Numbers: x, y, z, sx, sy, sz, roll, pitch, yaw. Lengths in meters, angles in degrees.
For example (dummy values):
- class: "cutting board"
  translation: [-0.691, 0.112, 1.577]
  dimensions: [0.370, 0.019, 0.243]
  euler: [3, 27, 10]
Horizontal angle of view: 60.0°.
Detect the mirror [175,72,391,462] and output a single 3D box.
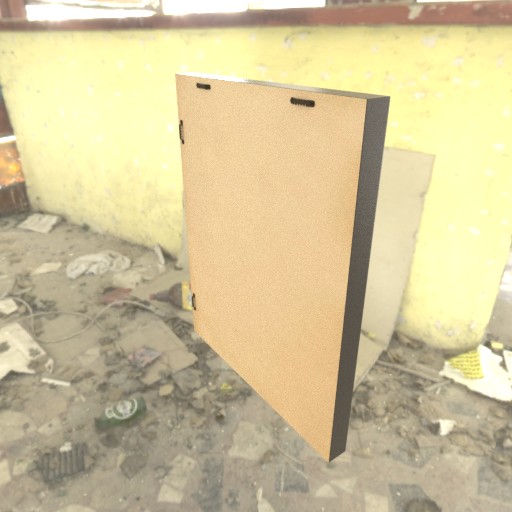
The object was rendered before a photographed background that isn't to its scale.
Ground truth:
- class: "mirror"
  translation: [0.000, 0.000, 0.695]
  dimensions: [0.041, 0.509, 0.406]
  euler: [-18, 31, -32]
